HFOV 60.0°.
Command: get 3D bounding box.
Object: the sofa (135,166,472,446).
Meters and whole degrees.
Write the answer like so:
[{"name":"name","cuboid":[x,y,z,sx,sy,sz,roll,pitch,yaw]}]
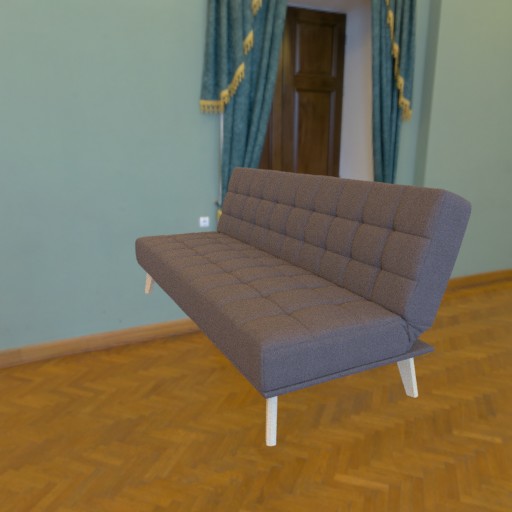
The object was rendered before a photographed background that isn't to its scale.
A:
[{"name":"sofa","cuboid":[0.000,0.000,2.261,0.860,0.810,1.800,-7,16,-26]}]
